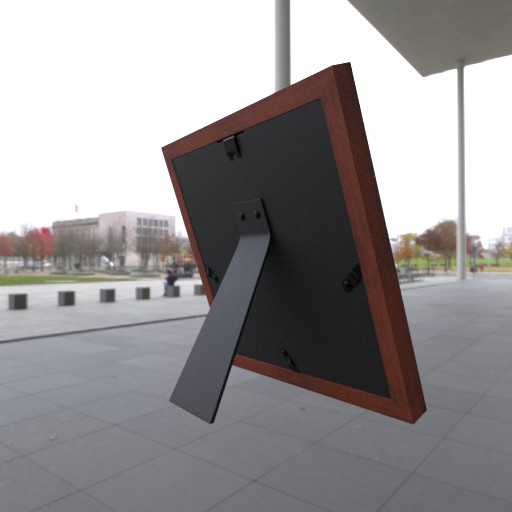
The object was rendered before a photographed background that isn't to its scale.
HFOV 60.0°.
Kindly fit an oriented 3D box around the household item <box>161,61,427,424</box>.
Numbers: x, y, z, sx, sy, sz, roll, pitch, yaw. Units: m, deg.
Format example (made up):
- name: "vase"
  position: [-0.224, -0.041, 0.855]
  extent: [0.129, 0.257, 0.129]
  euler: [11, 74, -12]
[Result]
- name: "household item"
  position: [0.000, 0.000, 0.381]
  extent: [0.131, 0.240, 0.240]
  euler: [1, -1, -37]
